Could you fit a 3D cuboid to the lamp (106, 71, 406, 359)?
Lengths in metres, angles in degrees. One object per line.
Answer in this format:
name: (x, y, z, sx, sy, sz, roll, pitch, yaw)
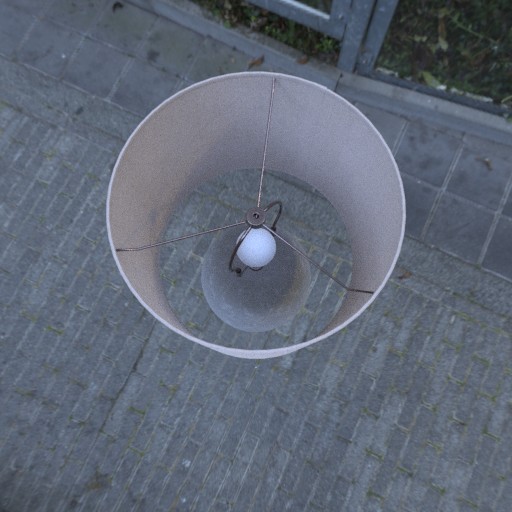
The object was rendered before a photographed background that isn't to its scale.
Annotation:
lamp: (0.000, 0.000, 0.595, 0.269, 0.409, 0.269, 38, 79, 9)
